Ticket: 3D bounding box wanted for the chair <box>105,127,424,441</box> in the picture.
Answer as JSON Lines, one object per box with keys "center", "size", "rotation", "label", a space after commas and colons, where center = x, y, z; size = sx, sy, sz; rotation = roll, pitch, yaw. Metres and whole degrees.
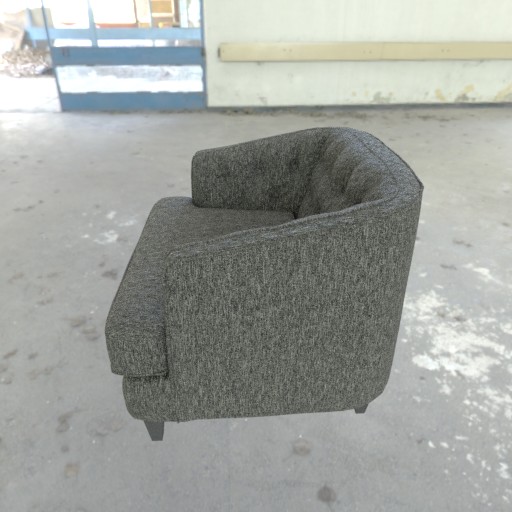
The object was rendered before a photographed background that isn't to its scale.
{"center": [0.000, 0.000, 1.725], "size": [0.941, 0.852, 1.104], "rotation": [-1, 28, -2], "label": "chair"}
